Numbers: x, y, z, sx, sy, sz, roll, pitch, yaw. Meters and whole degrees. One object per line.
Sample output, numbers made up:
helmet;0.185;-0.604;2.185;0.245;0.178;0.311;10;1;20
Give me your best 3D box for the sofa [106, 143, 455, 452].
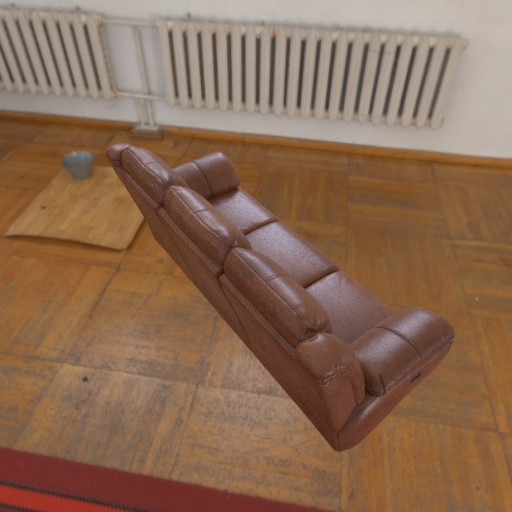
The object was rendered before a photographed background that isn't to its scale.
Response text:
sofa;0.000;0.000;2.838;0.991;1.043;2.337;-25;47;-26
